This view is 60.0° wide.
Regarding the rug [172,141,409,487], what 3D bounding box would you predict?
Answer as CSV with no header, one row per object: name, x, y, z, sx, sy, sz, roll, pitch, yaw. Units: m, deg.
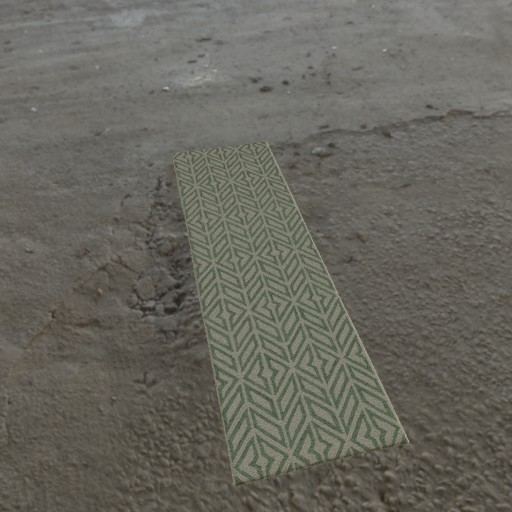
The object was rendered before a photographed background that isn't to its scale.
rug,0.000,0.000,2.629,0.750,0.009,2.435,-10,46,-9
